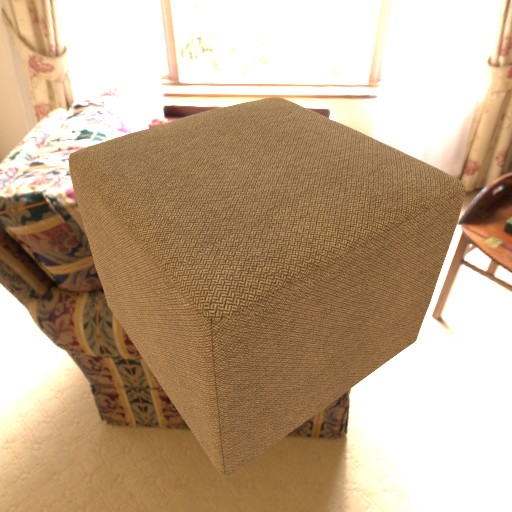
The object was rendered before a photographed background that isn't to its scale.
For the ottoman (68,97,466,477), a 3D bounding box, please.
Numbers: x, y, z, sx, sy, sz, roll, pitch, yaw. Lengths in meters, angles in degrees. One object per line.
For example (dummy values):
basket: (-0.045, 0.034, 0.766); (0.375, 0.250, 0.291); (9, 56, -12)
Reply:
ottoman: (0.000, 0.000, 0.885); (0.512, 0.453, 0.519); (-25, 46, -27)
